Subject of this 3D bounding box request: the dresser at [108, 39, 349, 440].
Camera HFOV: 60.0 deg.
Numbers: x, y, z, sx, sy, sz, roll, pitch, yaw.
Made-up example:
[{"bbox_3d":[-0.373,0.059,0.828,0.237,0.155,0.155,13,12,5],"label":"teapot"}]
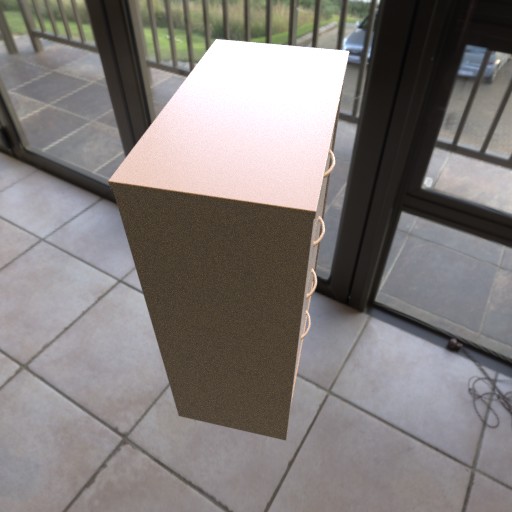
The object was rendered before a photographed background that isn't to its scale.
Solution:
[{"bbox_3d":[0.000,0.000,1.394,0.401,1.021,0.704,9,47,9],"label":"dresser"}]
